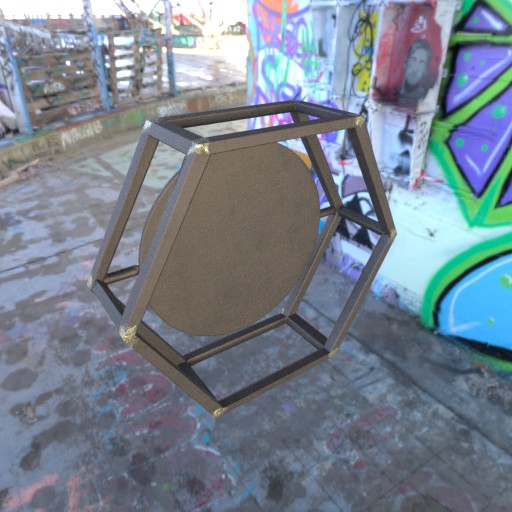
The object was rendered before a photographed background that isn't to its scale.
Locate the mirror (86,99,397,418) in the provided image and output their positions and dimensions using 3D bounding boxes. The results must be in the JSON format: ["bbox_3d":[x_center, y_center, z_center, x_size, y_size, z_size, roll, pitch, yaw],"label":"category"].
[{"bbox_3d":[0.000,0.000,0.545,0.380,0.334,0.119,-19,34,-30],"label":"mirror"}]
